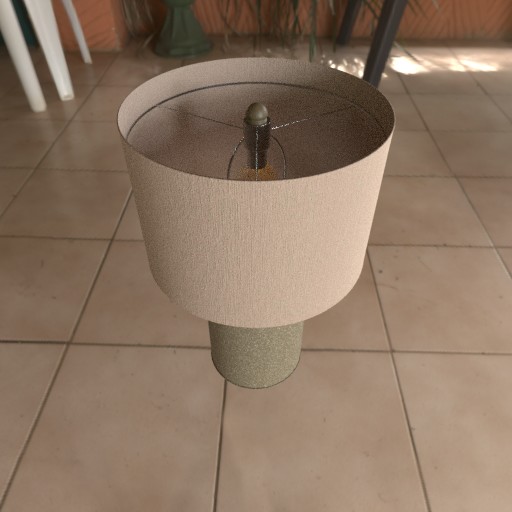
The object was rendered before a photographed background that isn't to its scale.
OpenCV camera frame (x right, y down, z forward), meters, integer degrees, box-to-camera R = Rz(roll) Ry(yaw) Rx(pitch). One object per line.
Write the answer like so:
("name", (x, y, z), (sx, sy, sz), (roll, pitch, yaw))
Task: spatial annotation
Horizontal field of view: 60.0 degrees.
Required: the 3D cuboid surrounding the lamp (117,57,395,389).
("lamp", (0.000, 0.000, 0.681), (0.318, 0.486, 0.318), (0, 43, 0))
